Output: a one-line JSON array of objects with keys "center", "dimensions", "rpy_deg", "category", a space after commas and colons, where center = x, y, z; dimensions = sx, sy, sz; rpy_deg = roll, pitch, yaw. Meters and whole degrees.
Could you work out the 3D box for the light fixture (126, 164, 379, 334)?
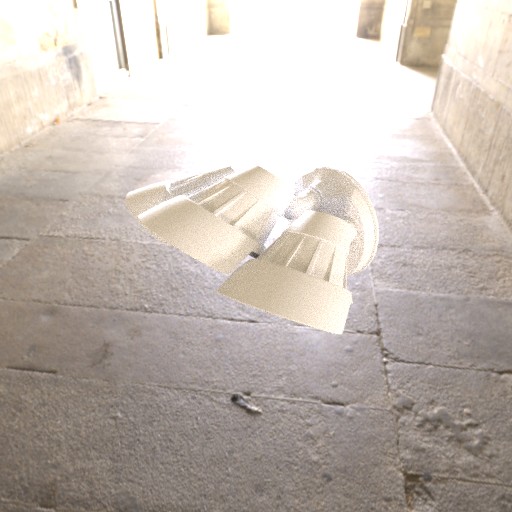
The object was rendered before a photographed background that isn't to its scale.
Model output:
[{"center": [0.000, 0.000, 0.561], "dimensions": [0.278, 0.237, 0.369], "rpy_deg": [-22, 39, -31], "category": "light fixture"}]
